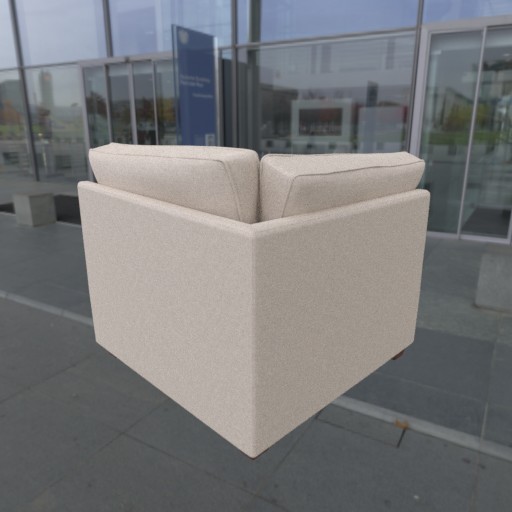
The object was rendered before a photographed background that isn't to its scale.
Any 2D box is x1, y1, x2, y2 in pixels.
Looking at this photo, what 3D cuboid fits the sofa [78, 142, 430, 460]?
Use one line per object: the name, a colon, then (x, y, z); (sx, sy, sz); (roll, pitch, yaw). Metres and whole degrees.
sofa: (0.000, 0.000, 1.878); (1.050, 0.937, 1.042); (-15, 22, -42)
